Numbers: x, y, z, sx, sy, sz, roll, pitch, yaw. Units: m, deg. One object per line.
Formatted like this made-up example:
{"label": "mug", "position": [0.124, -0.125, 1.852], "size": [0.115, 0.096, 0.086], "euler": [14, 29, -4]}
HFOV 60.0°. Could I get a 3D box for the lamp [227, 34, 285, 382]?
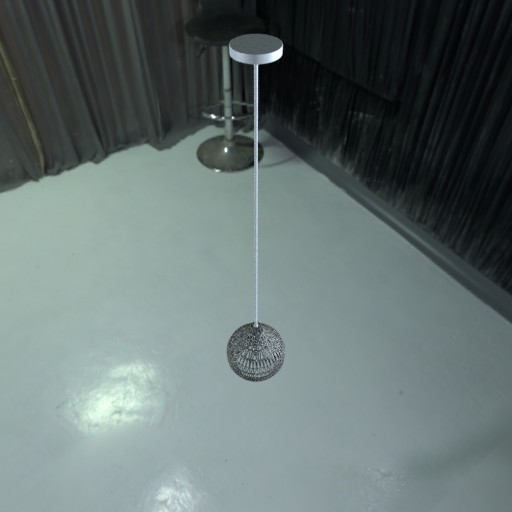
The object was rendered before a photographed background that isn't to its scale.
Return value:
{"label": "lamp", "position": [0.000, 0.000, 2.078], "size": [0.355, 1.919, 0.355], "euler": [-29, 53, -25]}
